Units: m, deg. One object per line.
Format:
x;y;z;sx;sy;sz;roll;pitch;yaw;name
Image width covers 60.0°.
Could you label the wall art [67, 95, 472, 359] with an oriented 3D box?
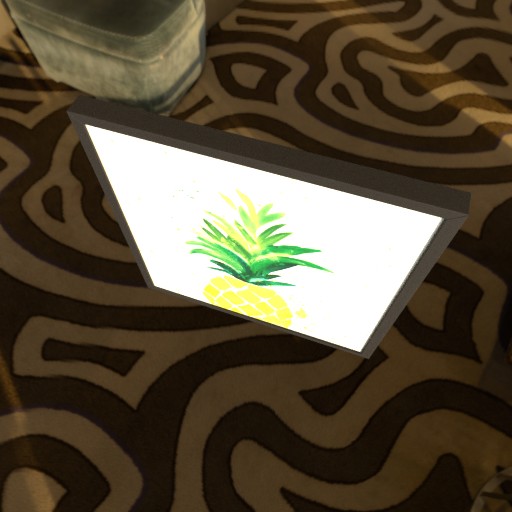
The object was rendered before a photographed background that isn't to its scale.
0.000;0.000;0.757;0.508;0.507;0.033;17;61;10;wall art
